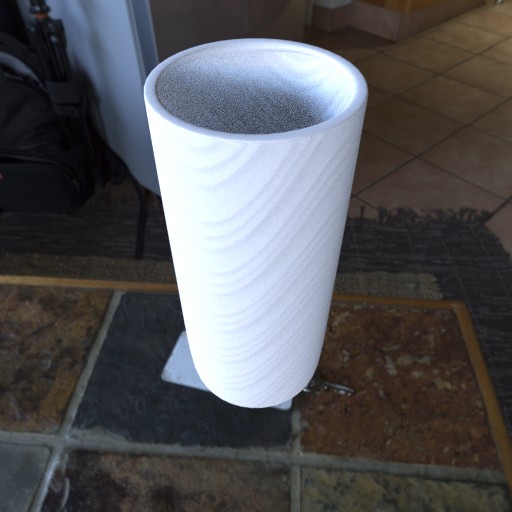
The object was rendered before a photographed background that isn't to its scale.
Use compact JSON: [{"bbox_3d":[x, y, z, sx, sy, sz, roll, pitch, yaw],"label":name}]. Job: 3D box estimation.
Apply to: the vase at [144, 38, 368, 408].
[{"bbox_3d":[0.000,0.000,0.389,0.143,0.316,0.143,0,46,0],"label":"vase"}]
